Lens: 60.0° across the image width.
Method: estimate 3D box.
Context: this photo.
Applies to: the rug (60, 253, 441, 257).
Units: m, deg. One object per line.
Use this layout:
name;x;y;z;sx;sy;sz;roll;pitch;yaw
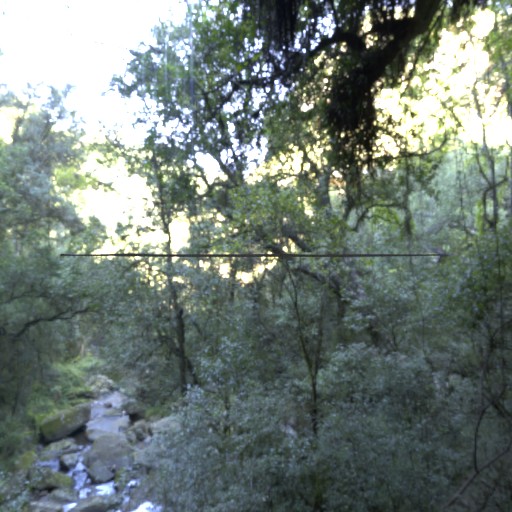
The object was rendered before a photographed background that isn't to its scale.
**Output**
rug;0.000;0.000;2.979;1.522;0.012;2.440;0;0;1
